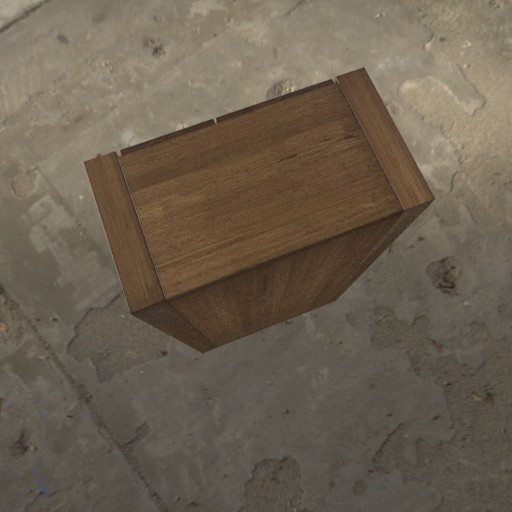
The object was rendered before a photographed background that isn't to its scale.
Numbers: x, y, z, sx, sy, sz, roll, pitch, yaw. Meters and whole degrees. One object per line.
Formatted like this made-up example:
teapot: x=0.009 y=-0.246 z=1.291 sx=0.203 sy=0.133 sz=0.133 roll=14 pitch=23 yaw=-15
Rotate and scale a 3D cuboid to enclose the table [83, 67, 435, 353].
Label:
table: x=0.000 y=0.000 z=2.514 sx=1.100 sy=2.000 sz=0.600 roll=-21 pitch=75 yaw=-6
